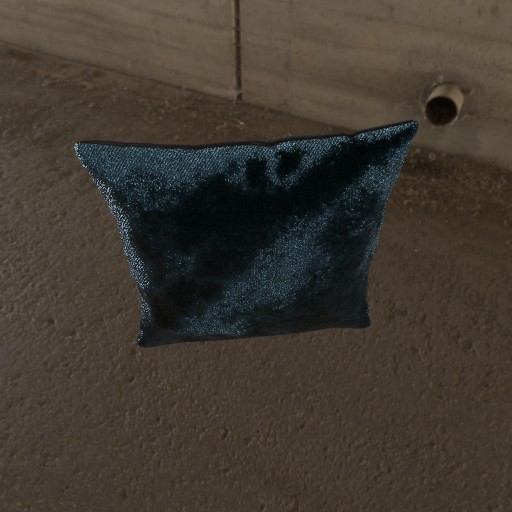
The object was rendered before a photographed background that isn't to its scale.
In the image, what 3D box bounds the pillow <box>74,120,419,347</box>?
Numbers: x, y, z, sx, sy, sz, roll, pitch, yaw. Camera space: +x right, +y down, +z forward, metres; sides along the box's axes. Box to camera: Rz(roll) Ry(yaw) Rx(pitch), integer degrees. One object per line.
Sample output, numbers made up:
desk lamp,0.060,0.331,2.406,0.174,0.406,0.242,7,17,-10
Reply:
pillow,0.000,0.000,0.681,0.436,0.430,0.138,-4,46,-4
